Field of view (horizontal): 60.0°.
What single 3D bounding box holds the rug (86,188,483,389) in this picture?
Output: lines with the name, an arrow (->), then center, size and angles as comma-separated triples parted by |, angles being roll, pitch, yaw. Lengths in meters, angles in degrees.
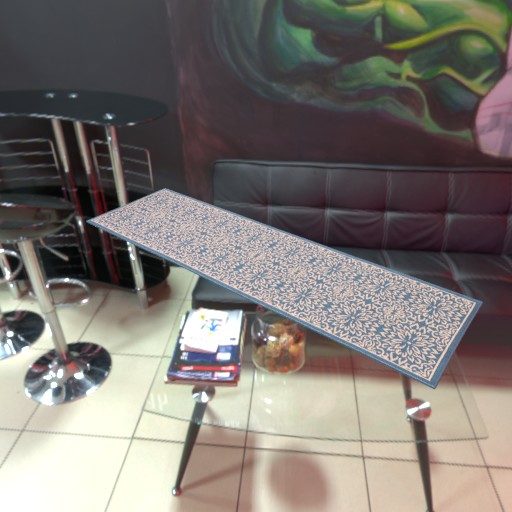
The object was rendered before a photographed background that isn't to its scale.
rug -> 0.000, 0.000, 2.436 | 2.196, 0.011, 0.662 | 22, 38, 31
